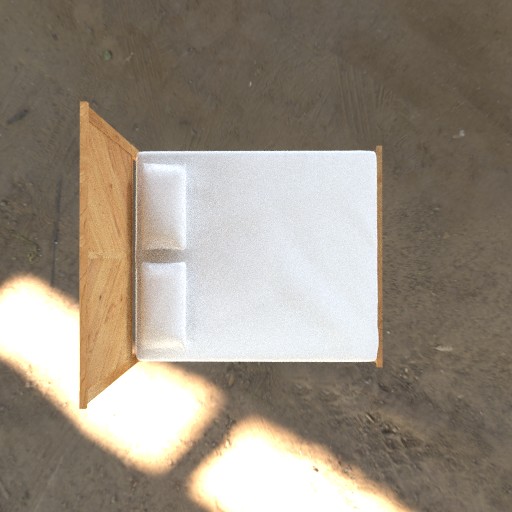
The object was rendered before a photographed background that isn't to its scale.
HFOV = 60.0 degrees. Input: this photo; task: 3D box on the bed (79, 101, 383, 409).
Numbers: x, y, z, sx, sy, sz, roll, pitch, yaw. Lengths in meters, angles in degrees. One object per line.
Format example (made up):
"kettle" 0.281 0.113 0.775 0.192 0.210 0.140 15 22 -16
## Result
"bed" 0.000 0.000 4.160 2.530 1.938 2.225 0 90 1
